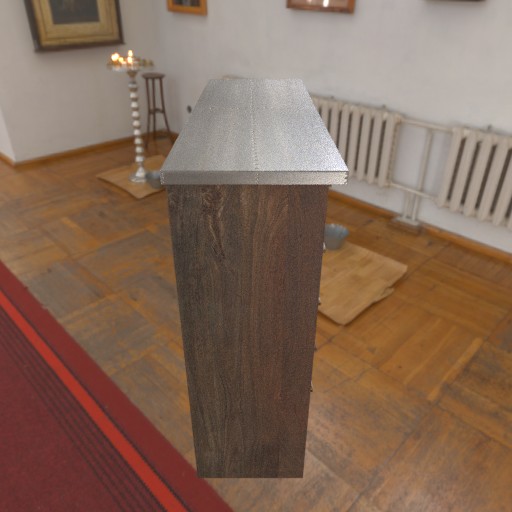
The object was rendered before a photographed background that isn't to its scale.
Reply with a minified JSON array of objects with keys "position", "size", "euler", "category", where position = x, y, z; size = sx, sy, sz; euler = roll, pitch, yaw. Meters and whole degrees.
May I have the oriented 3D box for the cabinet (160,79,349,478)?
[{"position":[0.000,0.000,1.425],"size":[0.338,0.919,0.968],"euler":[0,31,0],"category":"cabinet"}]
